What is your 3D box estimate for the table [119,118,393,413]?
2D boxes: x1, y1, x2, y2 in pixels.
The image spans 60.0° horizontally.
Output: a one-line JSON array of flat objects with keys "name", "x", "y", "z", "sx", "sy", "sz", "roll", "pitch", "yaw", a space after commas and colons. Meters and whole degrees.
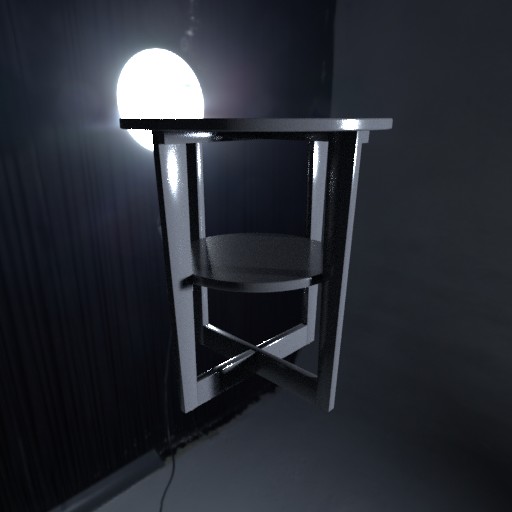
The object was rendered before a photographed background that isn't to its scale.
[{"name": "table", "x": 0.000, "y": 0.000, "z": 0.926, "sx": 0.500, "sy": 0.550, "sz": 0.500, "roll": 0, "pitch": 17, "yaw": 0}]
